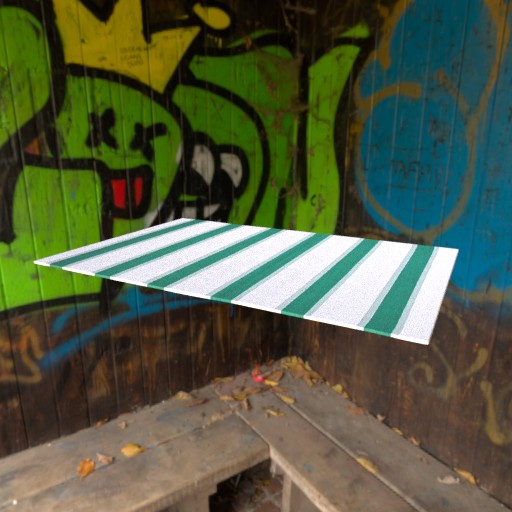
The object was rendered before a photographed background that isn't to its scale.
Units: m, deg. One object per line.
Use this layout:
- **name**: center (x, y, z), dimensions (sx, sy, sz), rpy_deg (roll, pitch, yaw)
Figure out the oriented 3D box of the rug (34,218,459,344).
- **rug**: center (0.000, 0.000, 2.277), dimensions (1.829, 0.012, 1.210), rpy_deg (8, 18, 27)
